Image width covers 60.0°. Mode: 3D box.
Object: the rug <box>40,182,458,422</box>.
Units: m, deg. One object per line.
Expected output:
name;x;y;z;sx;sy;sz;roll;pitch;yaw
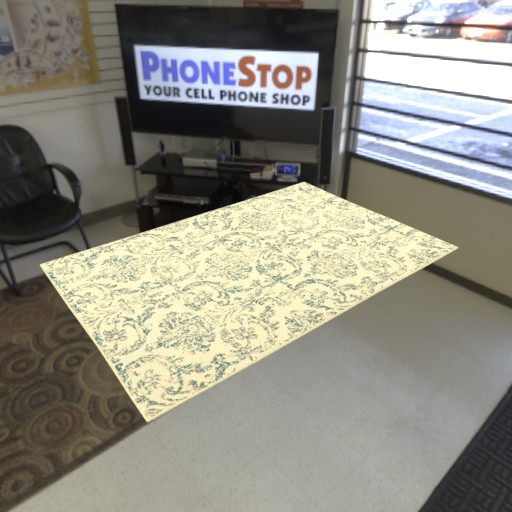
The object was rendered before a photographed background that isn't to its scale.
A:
rug;0.000;0.000;3.474;2.746;0.018;1.819;-22;37;-32
